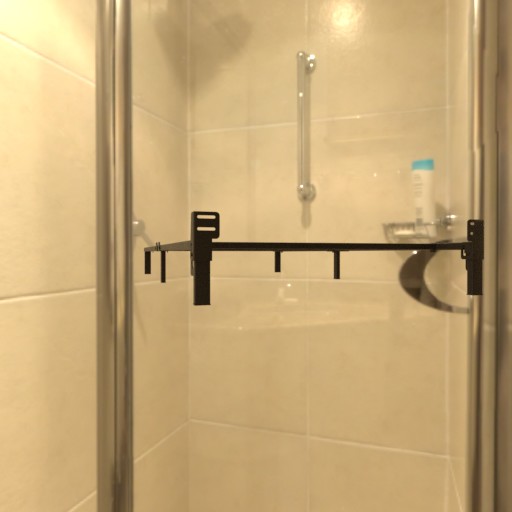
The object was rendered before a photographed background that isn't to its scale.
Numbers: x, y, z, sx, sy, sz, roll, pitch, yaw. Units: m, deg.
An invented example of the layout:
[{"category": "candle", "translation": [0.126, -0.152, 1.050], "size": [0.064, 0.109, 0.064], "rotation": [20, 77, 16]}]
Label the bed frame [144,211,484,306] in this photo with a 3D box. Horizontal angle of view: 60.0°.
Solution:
[{"category": "bed frame", "translation": [0.000, 0.000, 2.210], "size": [0.968, 0.248, 1.897], "rotation": [0, 0, -18]}]
